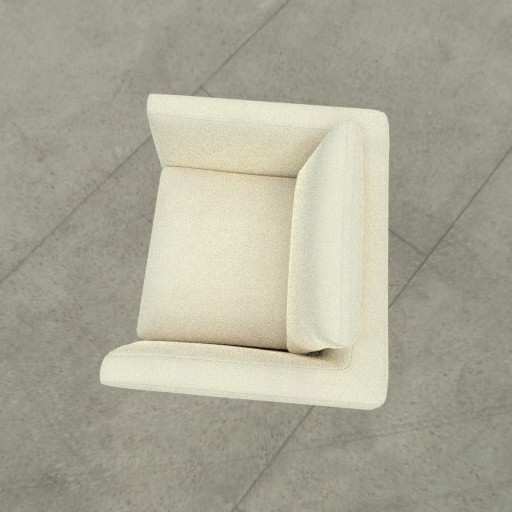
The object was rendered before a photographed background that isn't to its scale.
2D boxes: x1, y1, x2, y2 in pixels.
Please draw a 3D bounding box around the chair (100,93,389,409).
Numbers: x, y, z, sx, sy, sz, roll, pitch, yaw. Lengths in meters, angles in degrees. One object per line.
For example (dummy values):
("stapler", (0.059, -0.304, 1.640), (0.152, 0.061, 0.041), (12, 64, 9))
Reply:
("chair", (0.000, 0.000, 1.715), (0.889, 0.865, 1.041), (5, 75, 1))
